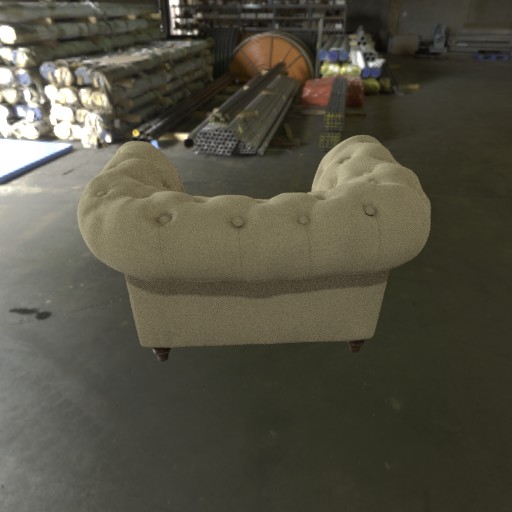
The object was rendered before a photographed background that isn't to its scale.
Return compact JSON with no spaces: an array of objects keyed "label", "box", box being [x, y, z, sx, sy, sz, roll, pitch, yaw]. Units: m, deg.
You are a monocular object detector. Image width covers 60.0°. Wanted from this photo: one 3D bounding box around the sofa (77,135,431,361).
[{"label":"sofa","box":[0.000,0.000,2.032,1.405,0.878,1.034,-2,29,-3]}]
